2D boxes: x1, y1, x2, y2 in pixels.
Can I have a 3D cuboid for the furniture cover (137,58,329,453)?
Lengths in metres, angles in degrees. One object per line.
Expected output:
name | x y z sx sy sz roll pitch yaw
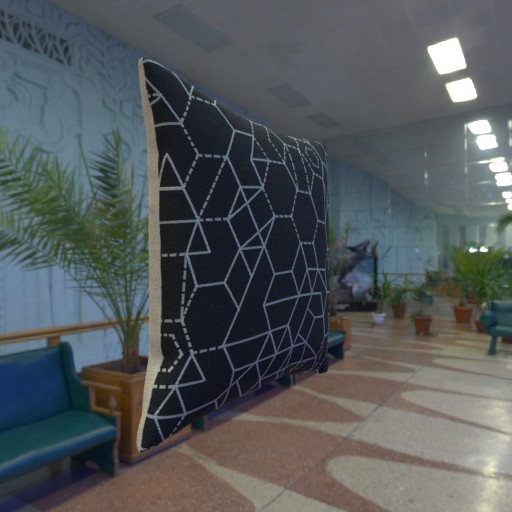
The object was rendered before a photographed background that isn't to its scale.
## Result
furniture cover | 0.000 0.000 0.777 0.158 0.508 0.517 0 -1 35
